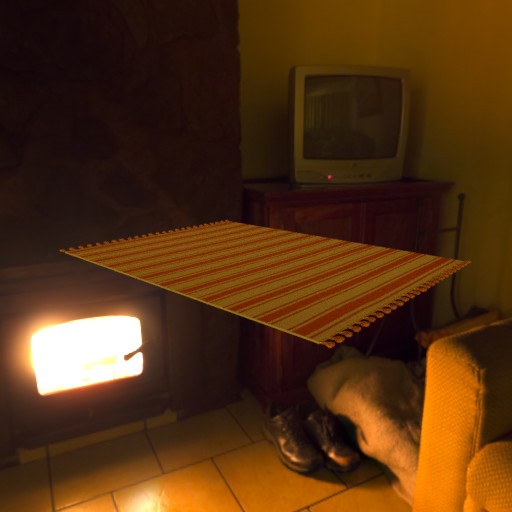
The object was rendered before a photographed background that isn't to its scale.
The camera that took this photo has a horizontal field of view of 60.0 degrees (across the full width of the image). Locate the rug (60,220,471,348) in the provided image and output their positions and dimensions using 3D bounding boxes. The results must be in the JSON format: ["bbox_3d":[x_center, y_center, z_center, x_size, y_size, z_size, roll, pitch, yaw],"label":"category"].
[{"bbox_3d":[0.000,0.000,4.441,3.369,0.035,2.451,13,19,41],"label":"rug"}]
